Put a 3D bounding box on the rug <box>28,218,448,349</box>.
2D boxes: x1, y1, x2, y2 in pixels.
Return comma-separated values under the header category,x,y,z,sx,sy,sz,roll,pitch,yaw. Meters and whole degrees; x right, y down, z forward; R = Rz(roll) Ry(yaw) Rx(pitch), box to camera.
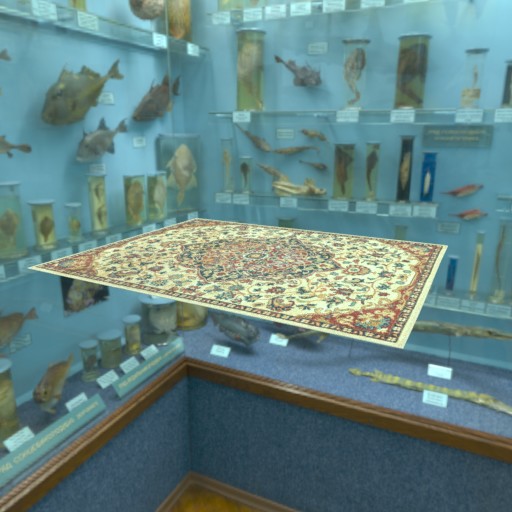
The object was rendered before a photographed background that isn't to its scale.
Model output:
category,x,y,z,sx,sy,sz,roll,pitch,yaw
rug,0.000,0.000,4.087,3.067,0.005,2.454,8,18,27
